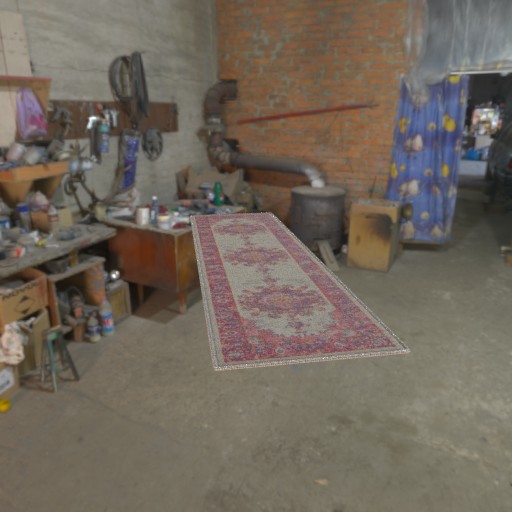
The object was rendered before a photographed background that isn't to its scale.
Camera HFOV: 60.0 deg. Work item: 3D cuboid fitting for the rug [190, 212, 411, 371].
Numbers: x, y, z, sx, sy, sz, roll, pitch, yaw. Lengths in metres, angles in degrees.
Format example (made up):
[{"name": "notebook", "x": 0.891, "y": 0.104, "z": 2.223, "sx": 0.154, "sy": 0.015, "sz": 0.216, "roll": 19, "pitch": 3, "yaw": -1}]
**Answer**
[{"name": "rug", "x": 0.000, "y": 0.000, "z": 2.509, "sx": 0.666, "sy": 0.011, "sz": 2.294, "roll": -3, "pitch": 18, "yaw": -9}]
